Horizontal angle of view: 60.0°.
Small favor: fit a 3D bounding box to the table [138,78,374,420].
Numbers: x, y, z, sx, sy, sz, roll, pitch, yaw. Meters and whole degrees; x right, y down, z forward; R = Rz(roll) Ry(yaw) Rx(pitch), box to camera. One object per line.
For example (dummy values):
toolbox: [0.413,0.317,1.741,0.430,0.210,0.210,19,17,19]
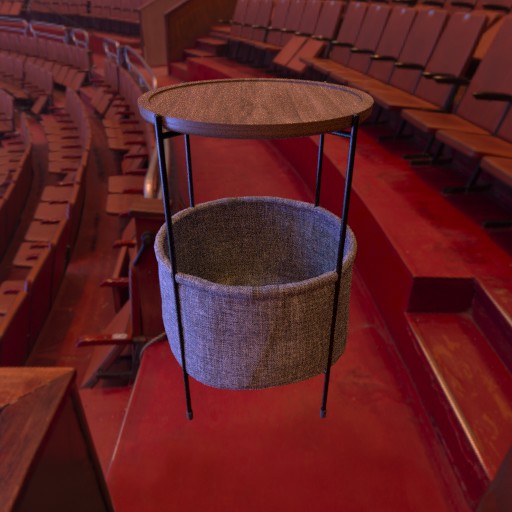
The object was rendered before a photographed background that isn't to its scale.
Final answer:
table: [0.000,0.000,0.899,0.400,0.623,0.400,0,30,-1]
